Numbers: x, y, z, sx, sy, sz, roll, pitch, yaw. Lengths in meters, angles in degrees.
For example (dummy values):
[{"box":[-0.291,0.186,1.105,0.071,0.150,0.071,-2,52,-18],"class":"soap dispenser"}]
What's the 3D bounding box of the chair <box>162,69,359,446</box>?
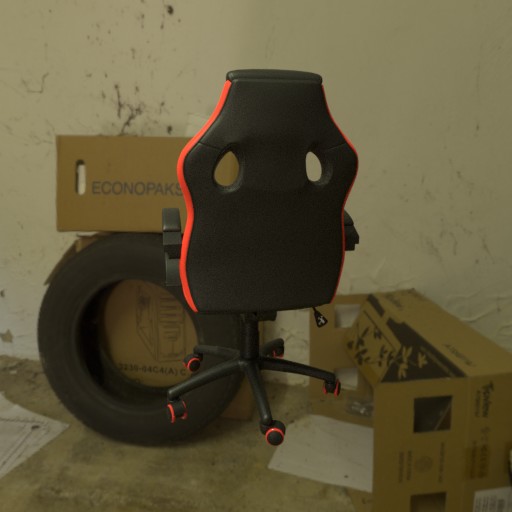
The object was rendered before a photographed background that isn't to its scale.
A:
[{"box":[0.000,0.000,1.402,0.600,1.016,0.642,-3,14,-11],"class":"chair"}]
